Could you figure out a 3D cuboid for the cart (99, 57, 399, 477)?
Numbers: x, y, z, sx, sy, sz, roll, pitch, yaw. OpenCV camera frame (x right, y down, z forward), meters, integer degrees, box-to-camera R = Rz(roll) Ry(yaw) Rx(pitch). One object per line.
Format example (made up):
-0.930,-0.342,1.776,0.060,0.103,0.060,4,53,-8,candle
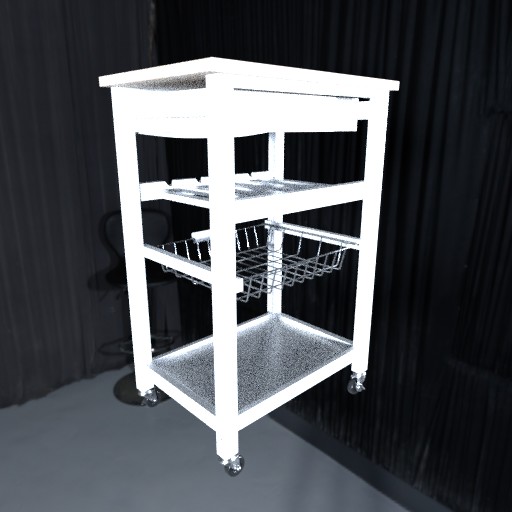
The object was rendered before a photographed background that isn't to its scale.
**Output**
0.000,0.000,1.152,0.578,0.857,0.406,-15,22,-41,cart
